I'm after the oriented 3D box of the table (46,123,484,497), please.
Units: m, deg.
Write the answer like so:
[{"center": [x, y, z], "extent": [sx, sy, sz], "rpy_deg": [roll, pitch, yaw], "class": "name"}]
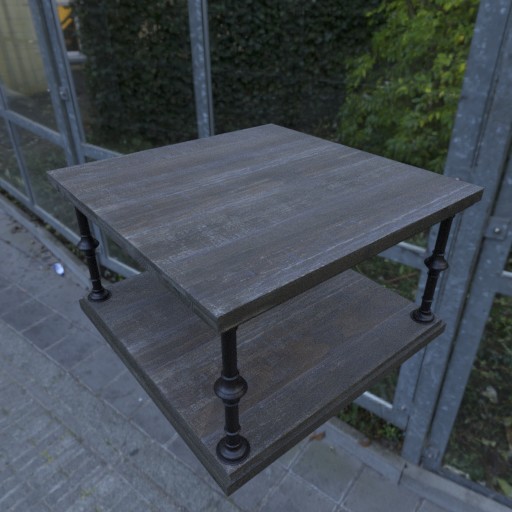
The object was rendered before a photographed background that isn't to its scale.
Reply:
[{"center": [0.000, 0.000, 1.094], "extent": [0.696, 0.400, 0.696], "rpy_deg": [-23, 38, -33], "class": "table"}]
